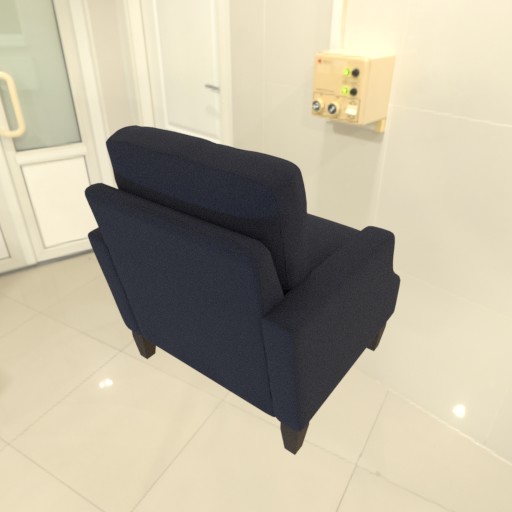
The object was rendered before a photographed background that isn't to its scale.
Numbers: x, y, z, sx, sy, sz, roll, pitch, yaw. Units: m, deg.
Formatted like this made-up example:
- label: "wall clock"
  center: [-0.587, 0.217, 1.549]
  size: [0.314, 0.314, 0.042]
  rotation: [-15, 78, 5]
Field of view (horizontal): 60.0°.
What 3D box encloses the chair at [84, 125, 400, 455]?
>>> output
- label: "chair"
  center: [0.000, 0.000, 1.643]
  size: [0.855, 0.991, 0.897]
  rotation: [21, 37, 31]
